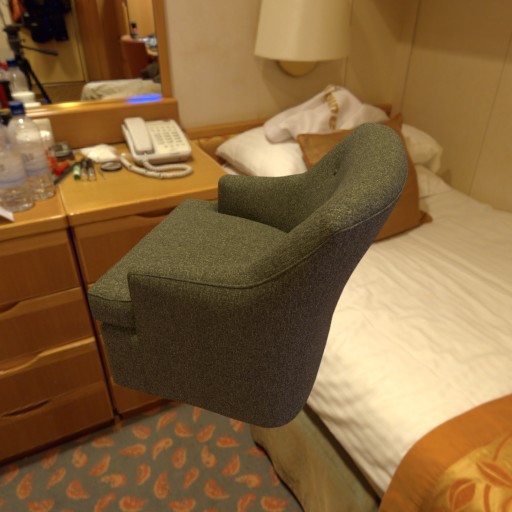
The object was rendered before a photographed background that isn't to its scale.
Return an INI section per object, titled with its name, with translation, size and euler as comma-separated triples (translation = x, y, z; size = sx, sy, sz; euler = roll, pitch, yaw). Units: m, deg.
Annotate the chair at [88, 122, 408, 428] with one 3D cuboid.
[chair]
translation = 0.000, 0.000, 1.595
size = 0.923, 0.856, 0.864
euler = 9, 33, 15
